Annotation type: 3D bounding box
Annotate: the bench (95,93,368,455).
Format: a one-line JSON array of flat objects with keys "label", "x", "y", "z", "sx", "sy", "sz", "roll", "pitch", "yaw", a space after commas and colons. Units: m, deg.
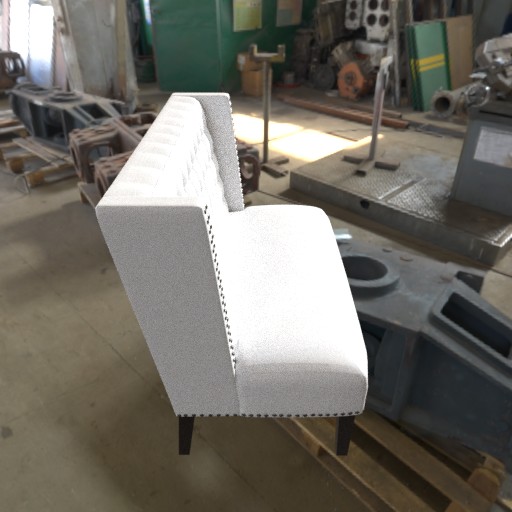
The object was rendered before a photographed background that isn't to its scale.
[{"label": "bench", "x": 0.000, "y": 0.000, "z": 1.985, "sx": 0.847, "sy": 1.123, "sz": 1.280, "roll": 0, "pitch": 33, "yaw": 0}]
